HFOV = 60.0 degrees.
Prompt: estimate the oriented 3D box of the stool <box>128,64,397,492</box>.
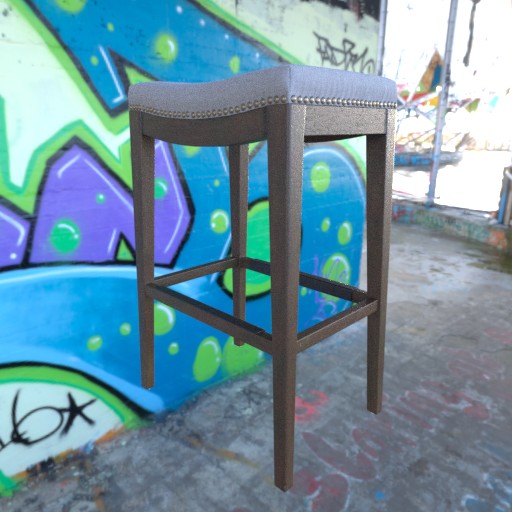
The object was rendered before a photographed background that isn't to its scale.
[{"bbox_3d":[0.000,0.000,1.020,0.508,0.762,0.356,16,23,43],"label":"stool"}]
